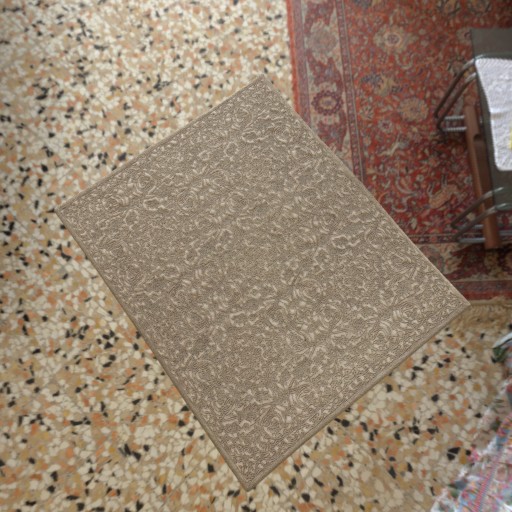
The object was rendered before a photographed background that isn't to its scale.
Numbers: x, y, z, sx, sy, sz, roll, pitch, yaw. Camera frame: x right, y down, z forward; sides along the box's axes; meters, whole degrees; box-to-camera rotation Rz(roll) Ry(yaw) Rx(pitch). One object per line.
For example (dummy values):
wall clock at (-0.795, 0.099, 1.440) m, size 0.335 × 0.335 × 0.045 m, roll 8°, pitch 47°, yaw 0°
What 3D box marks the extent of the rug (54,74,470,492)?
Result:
rug at (0.000, 0.000, 4.022) m, size 2.472 × 0.035 × 3.017 m, roll -36°, pitch 78°, yaw -9°
